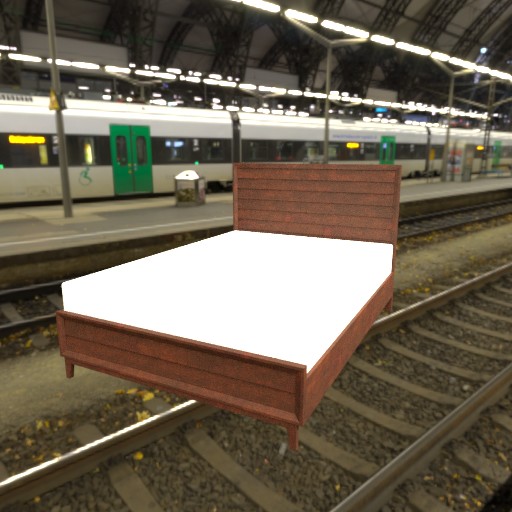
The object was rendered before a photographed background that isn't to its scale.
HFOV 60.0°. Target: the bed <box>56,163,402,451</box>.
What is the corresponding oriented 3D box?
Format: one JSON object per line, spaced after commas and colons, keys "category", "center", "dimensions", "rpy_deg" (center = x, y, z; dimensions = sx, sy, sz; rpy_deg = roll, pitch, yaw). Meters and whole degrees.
{"category": "bed", "center": [0.000, 0.000, 3.221], "dimensions": [1.600, 1.270, 2.184], "rpy_deg": [7, 15, 26]}
